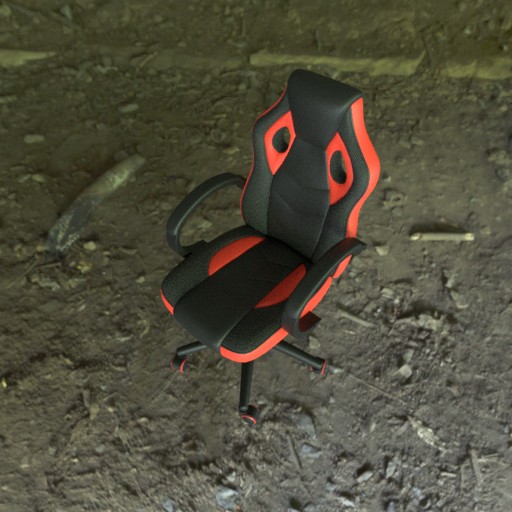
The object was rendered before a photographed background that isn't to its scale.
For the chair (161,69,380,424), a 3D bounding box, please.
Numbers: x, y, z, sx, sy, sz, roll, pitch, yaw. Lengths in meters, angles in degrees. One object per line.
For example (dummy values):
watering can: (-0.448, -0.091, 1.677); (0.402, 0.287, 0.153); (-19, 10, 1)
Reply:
chair: (0.000, 0.000, 1.455); (0.600, 1.016, 0.642); (33, 55, 27)
